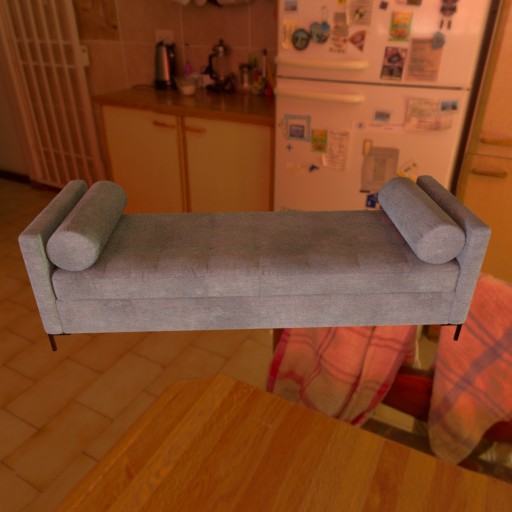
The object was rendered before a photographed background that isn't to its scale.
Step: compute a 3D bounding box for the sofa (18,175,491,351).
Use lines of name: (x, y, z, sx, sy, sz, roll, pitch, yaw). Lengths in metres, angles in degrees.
sofa: (0.000, 0.000, 2.279, 1.981, 0.635, 0.686, -1, 29, -2)
